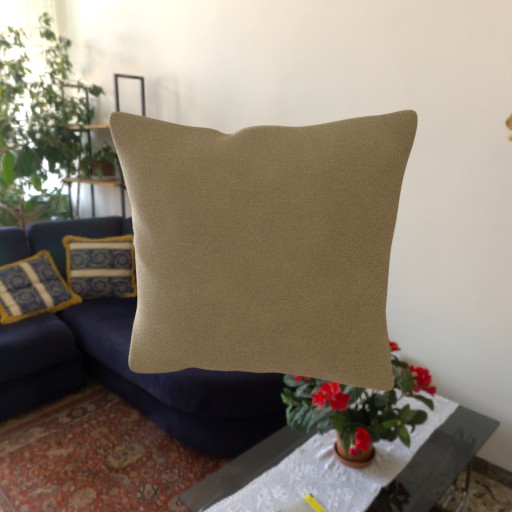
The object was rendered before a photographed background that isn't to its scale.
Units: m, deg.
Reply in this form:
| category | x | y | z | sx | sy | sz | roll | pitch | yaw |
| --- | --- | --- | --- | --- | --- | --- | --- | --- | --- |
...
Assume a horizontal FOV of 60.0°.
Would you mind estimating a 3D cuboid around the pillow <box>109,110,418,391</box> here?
| category | x | y | z | sx | sy | sz | roll | pitch | yaw |
| --- | --- | --- | --- | --- | --- | --- | --- | --- | --- |
| pillow | 0.000 | 0.000 | 0.671 | 0.437 | 0.420 | 0.162 | 2 | 15 | 8 |
